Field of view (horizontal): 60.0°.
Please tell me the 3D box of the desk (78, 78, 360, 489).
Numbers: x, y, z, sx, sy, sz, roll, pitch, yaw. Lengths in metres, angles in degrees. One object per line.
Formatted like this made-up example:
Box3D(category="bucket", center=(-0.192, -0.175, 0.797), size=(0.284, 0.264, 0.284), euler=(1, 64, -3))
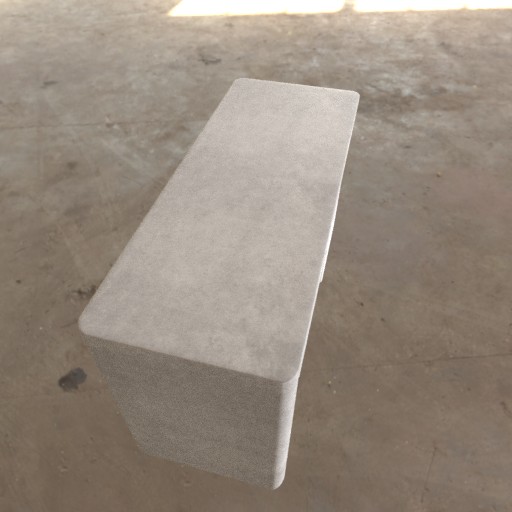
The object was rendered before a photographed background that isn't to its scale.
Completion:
Box3D(category="desk", center=(0.000, 0.000, 1.742), size=(0.550, 0.755, 1.400), euler=(11, 48, 10))
